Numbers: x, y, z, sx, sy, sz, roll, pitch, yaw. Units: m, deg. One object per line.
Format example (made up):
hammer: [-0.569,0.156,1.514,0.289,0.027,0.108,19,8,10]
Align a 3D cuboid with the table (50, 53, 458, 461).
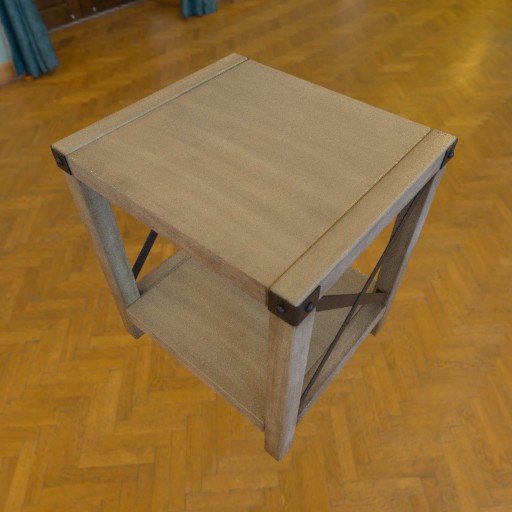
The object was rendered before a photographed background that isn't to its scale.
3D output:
table: [0.000,0.000,0.925,0.510,0.561,0.459,32,55,25]
